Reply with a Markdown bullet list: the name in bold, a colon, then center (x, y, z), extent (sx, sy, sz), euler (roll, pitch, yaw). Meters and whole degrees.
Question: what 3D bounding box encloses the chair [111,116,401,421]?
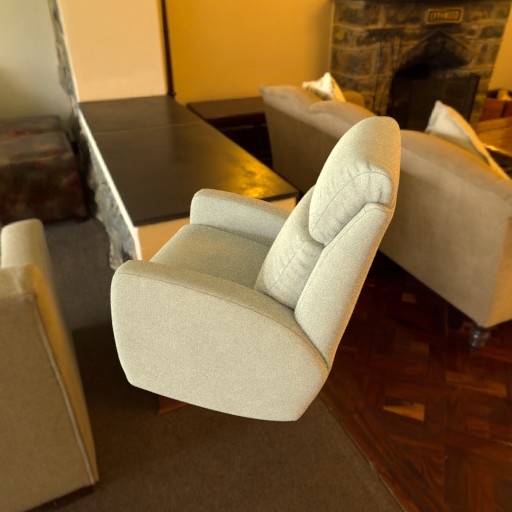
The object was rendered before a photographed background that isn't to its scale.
- **chair**: center (0.000, 0.000, 1.713), extent (0.941, 1.015, 0.812), euler (9, 32, 14)
